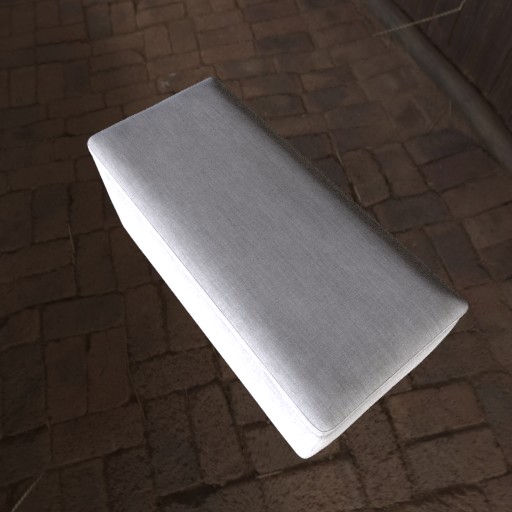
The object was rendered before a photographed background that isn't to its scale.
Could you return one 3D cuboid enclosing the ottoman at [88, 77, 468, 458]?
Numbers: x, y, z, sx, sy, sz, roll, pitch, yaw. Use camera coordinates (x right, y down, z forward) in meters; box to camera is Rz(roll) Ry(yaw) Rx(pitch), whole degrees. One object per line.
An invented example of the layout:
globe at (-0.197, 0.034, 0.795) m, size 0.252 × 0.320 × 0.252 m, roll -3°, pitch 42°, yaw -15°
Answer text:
ottoman at (0.000, 0.000, 1.149) m, size 0.419 × 0.432 × 0.902 m, roll -34°, pitch 65°, yaw -18°
